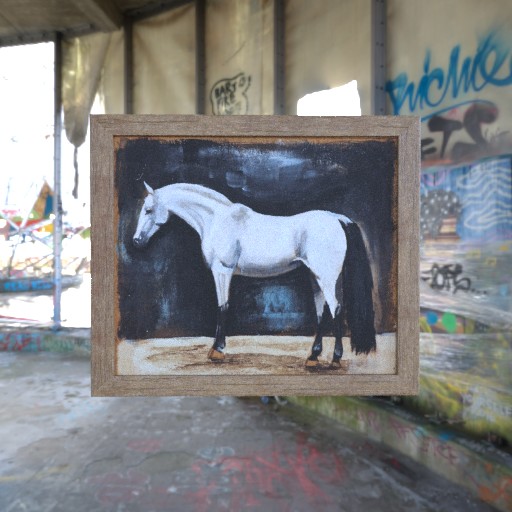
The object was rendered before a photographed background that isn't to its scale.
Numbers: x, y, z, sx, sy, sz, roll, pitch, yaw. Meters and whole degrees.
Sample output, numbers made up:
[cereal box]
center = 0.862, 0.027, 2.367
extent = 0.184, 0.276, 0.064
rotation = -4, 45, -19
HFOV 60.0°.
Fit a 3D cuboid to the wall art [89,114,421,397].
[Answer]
[wall art]
center = 0.000, 0.000, 0.938
extent = 0.690, 0.588, 0.026
rotation = 0, 1, -1
